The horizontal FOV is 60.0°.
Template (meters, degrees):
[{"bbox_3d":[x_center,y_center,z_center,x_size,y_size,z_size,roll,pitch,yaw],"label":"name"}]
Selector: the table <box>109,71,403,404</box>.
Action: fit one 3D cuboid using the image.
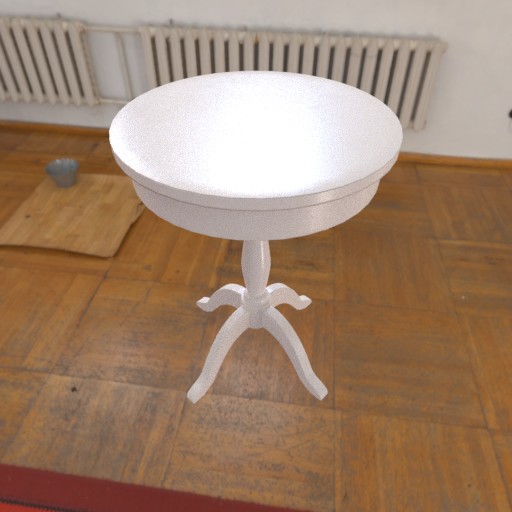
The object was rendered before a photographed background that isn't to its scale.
[{"bbox_3d":[0.000,0.000,1.010,0.513,0.653,0.513,0,41,0],"label":"table"}]
